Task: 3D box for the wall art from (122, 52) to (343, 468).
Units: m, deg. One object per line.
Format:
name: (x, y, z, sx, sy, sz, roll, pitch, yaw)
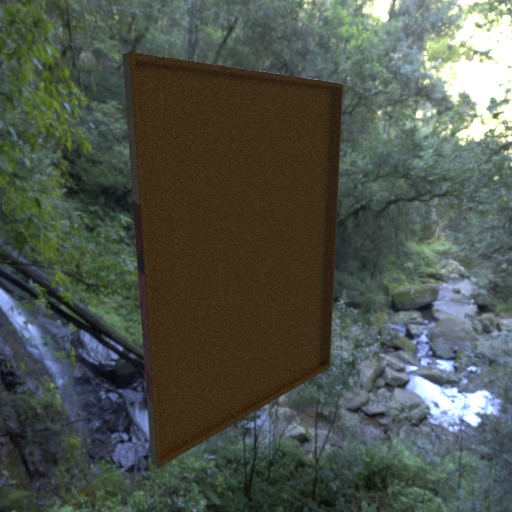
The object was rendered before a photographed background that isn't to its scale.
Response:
wall art: (0.000, 0.000, 1.308, 0.762, 1.015, 0.031, -14, 20, -43)
